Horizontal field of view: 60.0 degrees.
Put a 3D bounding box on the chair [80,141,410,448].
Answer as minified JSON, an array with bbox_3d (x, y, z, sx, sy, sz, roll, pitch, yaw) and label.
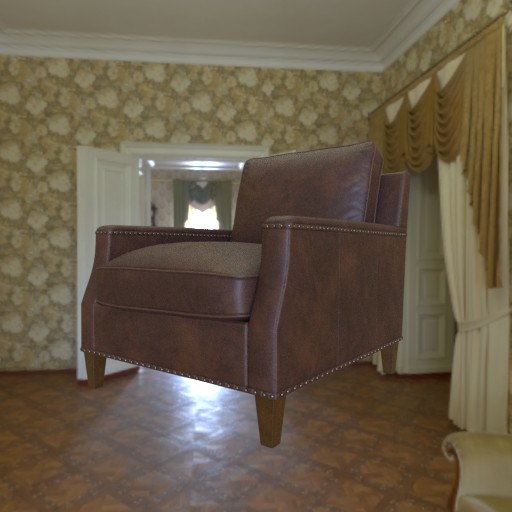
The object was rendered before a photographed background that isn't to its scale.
[{"bbox_3d":[0.000,0.000,1.689,0.853,0.929,1.014,1,1,37],"label":"chair"}]
